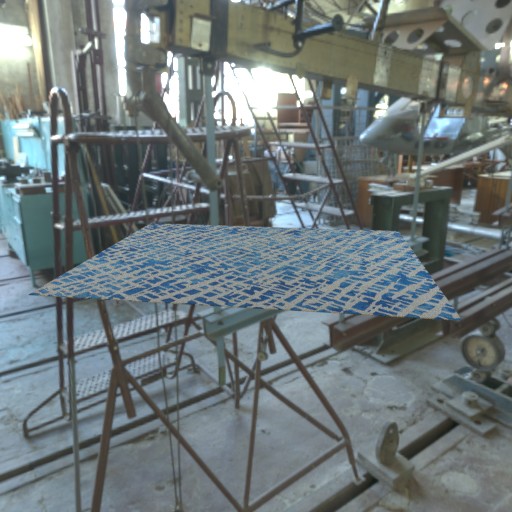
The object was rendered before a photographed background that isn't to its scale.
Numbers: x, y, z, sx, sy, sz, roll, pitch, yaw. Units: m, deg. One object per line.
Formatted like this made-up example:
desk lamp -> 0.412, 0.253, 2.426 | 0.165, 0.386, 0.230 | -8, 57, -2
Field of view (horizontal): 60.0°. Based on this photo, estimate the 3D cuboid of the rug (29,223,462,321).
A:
rug -> 0.000, 0.000, 4.182 | 3.007, 0.007, 2.435 | 2, 17, 8
